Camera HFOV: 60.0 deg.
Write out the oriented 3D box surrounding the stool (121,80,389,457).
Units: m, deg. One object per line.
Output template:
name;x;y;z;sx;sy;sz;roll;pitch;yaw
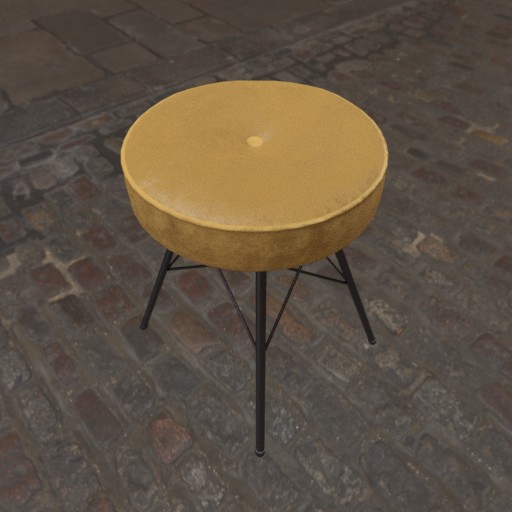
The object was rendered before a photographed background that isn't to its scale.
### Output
stool;0.000;0.000;0.924;0.438;0.595;0.472;-33;55;-27
